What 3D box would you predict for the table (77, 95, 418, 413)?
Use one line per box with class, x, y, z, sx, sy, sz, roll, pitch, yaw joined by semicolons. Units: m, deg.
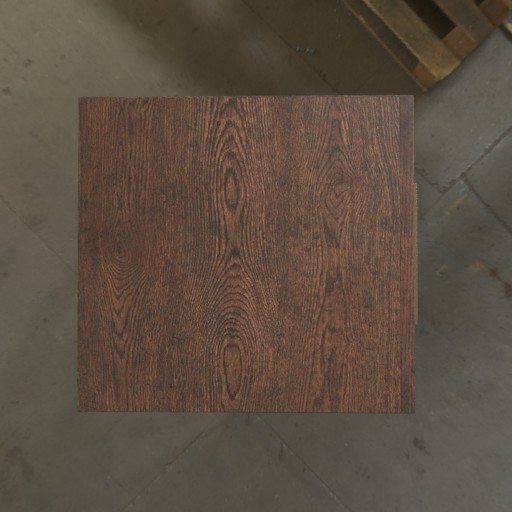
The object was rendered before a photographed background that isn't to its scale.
table;0.000;0.000;0.998;0.566;0.582;0.506;0;89;1
